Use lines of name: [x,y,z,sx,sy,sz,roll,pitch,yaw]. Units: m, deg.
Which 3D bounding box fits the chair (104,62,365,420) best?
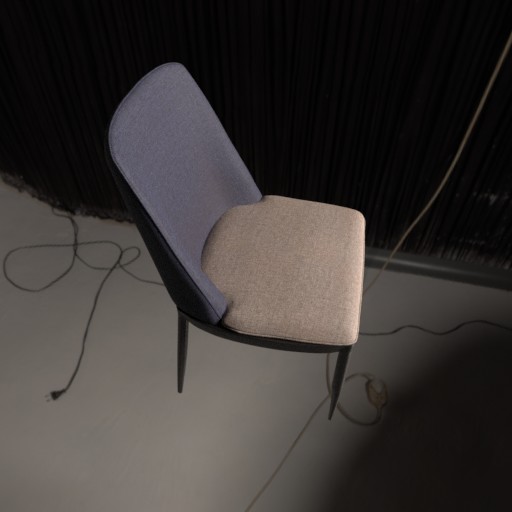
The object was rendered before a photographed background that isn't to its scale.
chair: [0.000,0.000,1.152,0.551,0.839,0.480,9,47,8]
